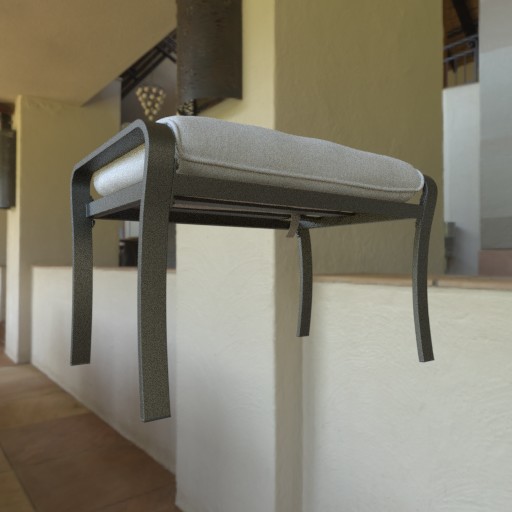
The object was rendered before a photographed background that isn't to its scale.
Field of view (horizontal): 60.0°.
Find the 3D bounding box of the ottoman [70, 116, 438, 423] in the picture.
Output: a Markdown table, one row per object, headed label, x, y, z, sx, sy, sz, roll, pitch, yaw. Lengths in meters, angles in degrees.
| label | x | y | z | sx | sy | sz | roll | pitch | yaw |
| --- | --- | --- | --- | --- | --- | --- | --- | --- | --- |
| ottoman | 0.000 | 0.000 | 0.879 | 0.610 | 0.422 | 0.406 | 1 | -1 | -35 |
